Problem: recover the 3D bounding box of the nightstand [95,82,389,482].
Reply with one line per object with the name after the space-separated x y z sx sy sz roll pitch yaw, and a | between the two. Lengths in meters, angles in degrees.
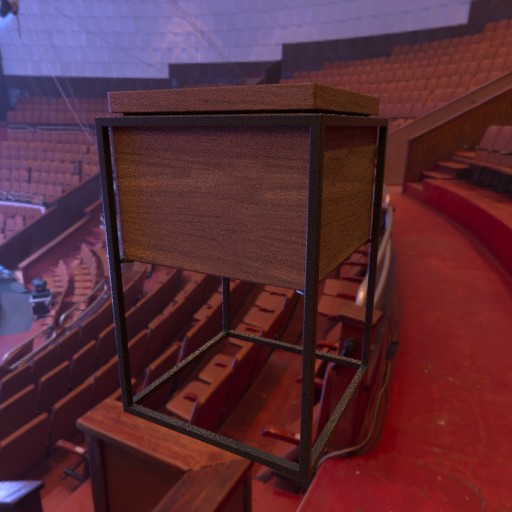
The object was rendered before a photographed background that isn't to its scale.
0.000 0.000 0.888 0.397 0.607 0.397 8 18 27 | nightstand
